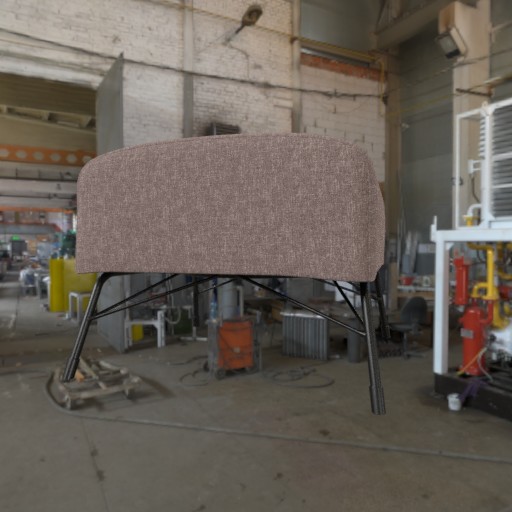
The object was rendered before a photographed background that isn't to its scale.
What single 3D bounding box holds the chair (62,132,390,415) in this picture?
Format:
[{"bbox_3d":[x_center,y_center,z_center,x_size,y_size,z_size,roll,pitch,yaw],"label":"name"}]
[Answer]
[{"bbox_3d":[0.000,0.000,0.918,0.530,0.410,0.530,0,1,18],"label":"chair"}]
